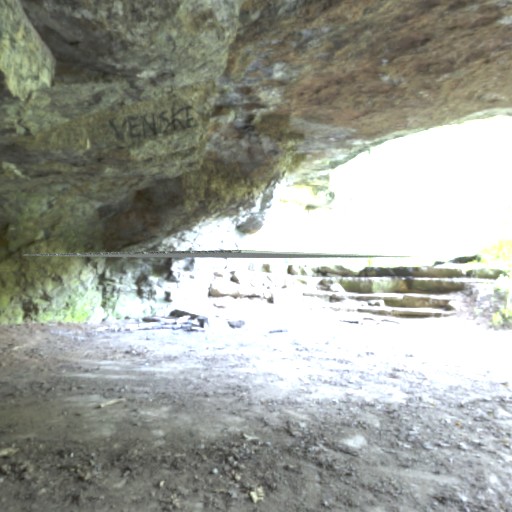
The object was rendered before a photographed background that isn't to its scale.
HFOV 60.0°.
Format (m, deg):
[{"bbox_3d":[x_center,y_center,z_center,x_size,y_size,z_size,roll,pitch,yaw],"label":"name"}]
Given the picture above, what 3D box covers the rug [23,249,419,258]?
[{"bbox_3d":[0.000,0.000,3.085,1.548,0.013,2.486,-1,-1,36],"label":"rug"}]
